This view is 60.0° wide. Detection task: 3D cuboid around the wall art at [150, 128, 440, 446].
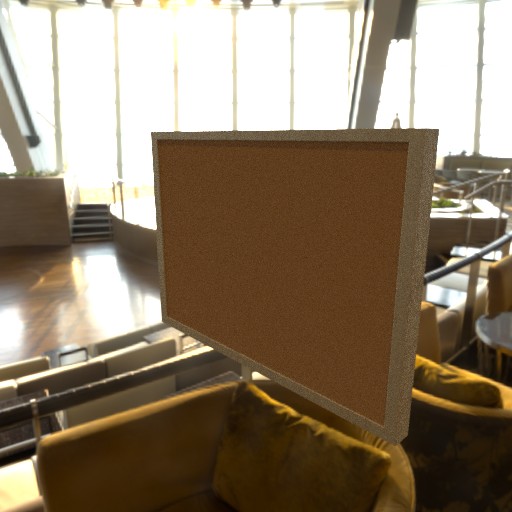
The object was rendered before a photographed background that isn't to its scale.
[{"bbox_3d":[0.000,0.000,0.696,0.032,0.380,0.532,-14,21,-42],"label":"wall art"}]
